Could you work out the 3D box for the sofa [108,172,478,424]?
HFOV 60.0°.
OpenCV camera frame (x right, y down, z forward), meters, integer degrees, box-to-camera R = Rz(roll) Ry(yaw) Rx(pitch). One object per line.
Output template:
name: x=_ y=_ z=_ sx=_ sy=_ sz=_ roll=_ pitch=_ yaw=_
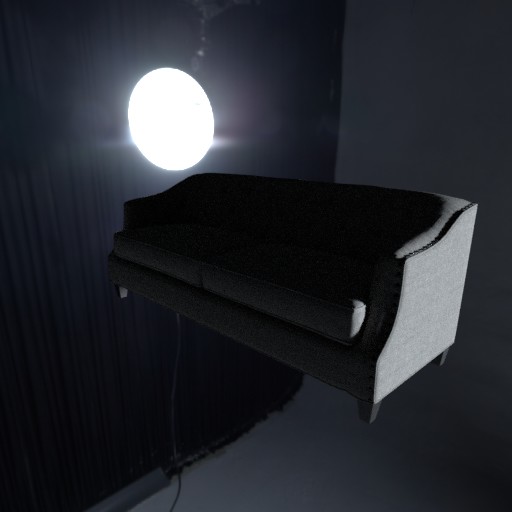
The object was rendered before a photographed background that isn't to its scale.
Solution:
sofa: x=0.000 y=0.000 z=2.763 sx=0.914 sy=0.901 sz=2.235 roll=-15 pitch=21 yaw=-43
